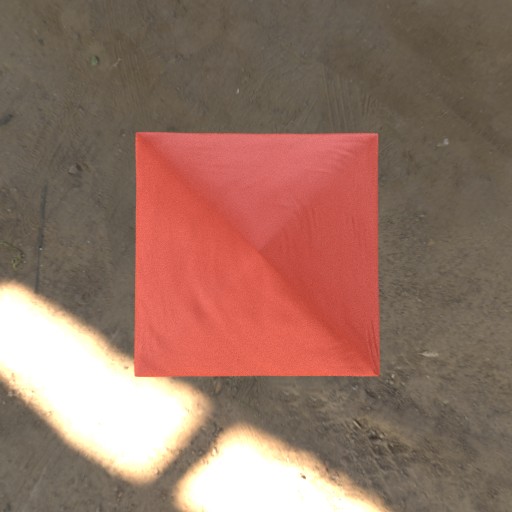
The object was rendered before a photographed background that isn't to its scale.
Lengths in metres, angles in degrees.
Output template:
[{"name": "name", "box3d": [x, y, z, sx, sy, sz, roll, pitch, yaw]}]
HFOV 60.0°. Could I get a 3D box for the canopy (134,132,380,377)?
[{"name": "canopy", "box3d": [0.000, 0.000, 5.167, 2.849, 2.850, 2.850, 0, 89, -1]}]
